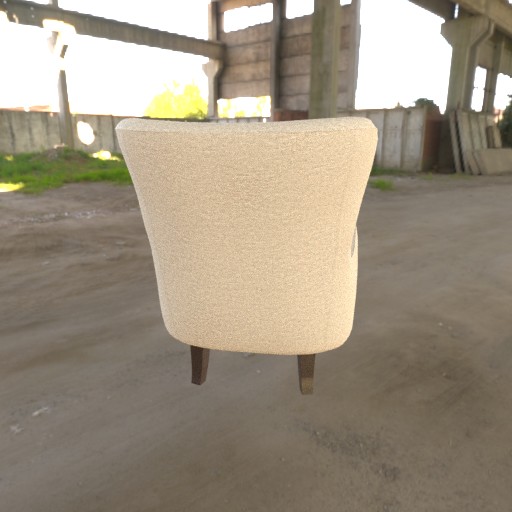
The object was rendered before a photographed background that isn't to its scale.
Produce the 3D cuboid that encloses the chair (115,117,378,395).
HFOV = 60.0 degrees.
[{"bbox_3d":[0.000,0.000,1.820,0.861,1.064,0.984,2,16,9],"label":"chair"}]
